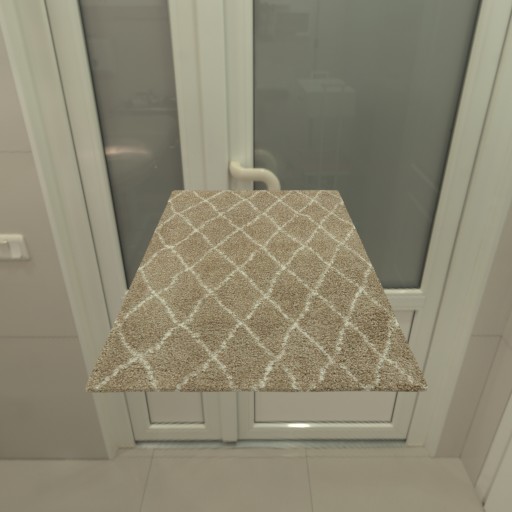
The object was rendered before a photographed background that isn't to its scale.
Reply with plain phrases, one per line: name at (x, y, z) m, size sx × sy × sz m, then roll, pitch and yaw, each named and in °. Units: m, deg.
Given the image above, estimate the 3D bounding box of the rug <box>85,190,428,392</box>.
rug at (0.000, 0.000, 3.020) m, size 1.524 × 0.030 × 2.438 m, roll 0°, pitch 29°, yaw 0°
